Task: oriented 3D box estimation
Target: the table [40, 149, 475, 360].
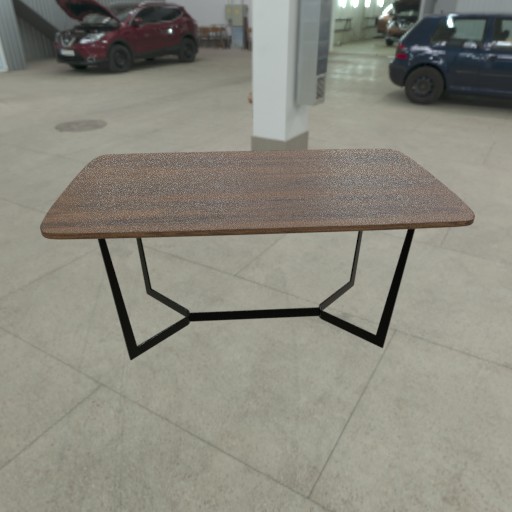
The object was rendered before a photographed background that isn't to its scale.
[{"bbox_3d":[0.000,0.000,2.169,1.643,0.765,0.949,-2,30,-3],"label":"table"}]
